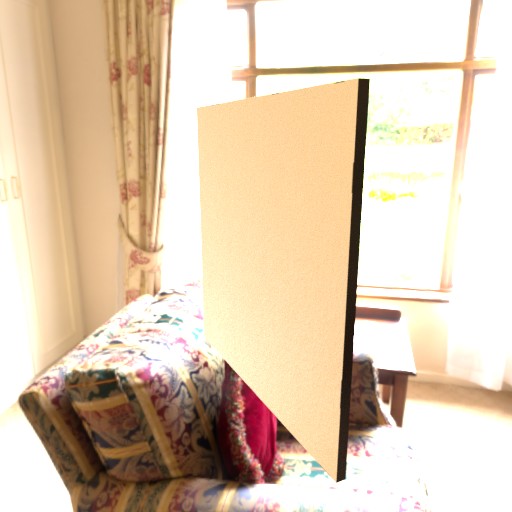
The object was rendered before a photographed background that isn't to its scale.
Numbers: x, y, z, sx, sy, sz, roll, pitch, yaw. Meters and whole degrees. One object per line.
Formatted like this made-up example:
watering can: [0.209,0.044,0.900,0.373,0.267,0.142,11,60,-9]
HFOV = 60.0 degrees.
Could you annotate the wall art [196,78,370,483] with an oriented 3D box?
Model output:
wall art: [0.000,0.000,0.658,0.014,0.445,0.446,-7,17,-26]
